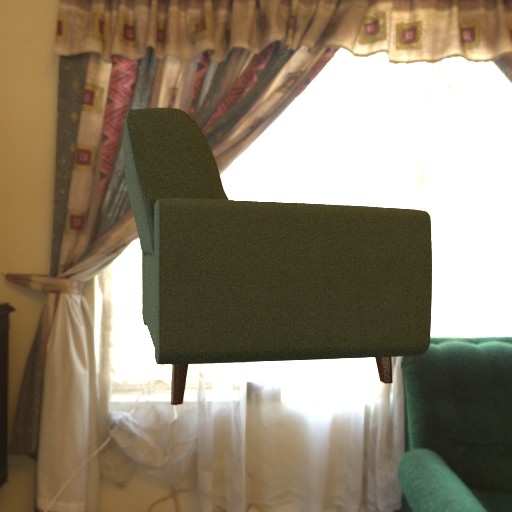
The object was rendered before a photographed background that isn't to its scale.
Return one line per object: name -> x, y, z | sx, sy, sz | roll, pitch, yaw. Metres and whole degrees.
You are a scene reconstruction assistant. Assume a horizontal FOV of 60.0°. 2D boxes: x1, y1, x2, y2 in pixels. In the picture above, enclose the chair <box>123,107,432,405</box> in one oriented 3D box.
chair -> 0.000, 0.000, 1.593 | 0.909, 0.841, 0.831 | 0, 1, -17
